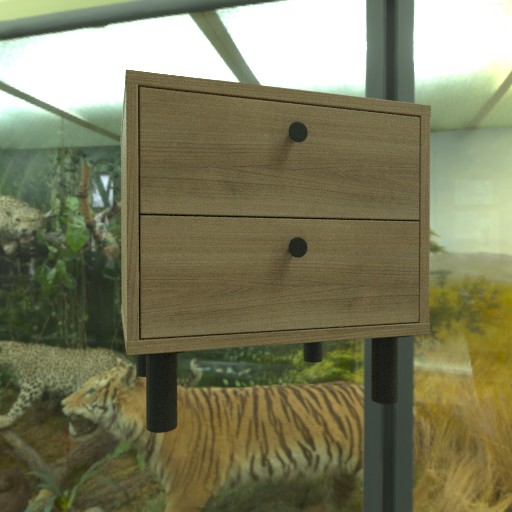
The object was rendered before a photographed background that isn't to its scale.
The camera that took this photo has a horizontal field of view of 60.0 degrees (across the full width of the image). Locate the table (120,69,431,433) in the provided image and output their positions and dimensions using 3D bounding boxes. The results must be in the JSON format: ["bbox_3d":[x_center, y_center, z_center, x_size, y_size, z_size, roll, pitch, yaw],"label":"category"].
[{"bbox_3d":[0.000,0.000,0.774,0.445,0.460,0.380,0,1,-18],"label":"table"}]
